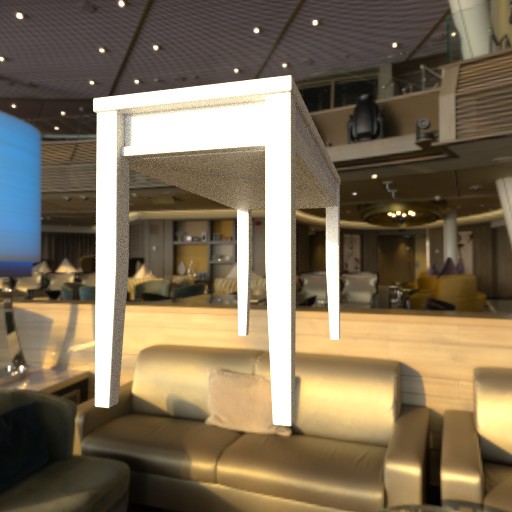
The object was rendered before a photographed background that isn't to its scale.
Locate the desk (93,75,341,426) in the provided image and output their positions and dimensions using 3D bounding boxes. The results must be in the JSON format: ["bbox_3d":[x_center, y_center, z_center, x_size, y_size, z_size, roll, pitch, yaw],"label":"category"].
[{"bbox_3d":[0.000,0.000,1.625,0.508,0.775,1.220,0,-1,16],"label":"desk"}]
